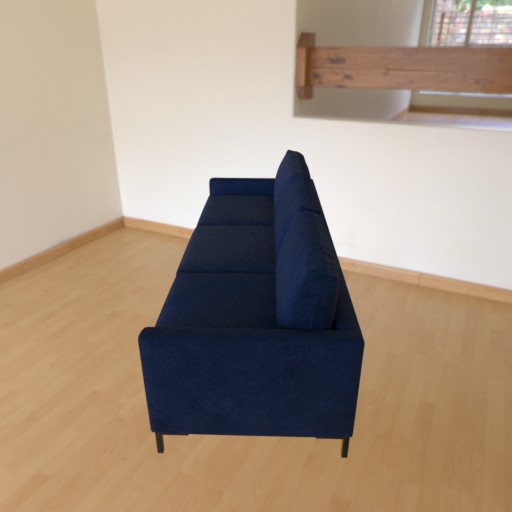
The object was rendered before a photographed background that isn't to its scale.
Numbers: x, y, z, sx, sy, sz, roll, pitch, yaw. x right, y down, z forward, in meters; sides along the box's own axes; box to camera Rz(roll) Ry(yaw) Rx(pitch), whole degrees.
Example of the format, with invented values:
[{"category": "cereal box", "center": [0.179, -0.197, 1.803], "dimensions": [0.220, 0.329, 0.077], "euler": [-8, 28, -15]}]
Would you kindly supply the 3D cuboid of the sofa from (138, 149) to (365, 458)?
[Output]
[{"category": "sofa", "center": [0.000, 0.000, 2.712], "dimensions": [0.875, 0.879, 2.252], "euler": [1, 25, 2]}]
